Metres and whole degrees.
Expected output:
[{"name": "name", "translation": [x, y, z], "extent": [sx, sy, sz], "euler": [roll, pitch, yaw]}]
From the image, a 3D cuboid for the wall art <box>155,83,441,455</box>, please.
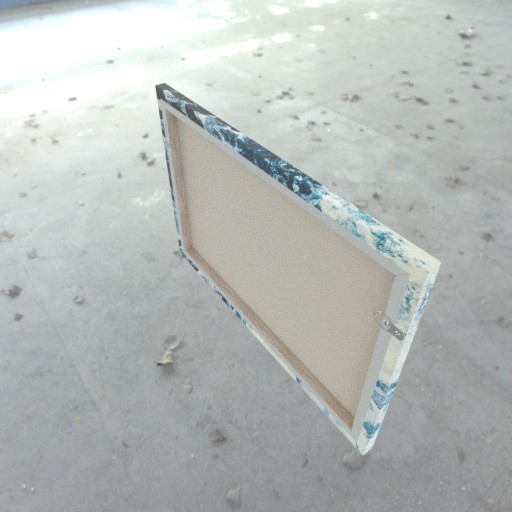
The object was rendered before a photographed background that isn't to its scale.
[{"name": "wall art", "translation": [0.000, 0.000, 1.902], "extent": [0.055, 1.017, 1.524], "euler": [-25, 47, -26]}]
